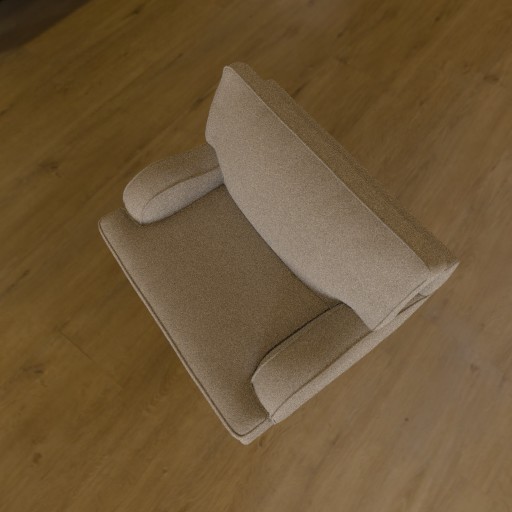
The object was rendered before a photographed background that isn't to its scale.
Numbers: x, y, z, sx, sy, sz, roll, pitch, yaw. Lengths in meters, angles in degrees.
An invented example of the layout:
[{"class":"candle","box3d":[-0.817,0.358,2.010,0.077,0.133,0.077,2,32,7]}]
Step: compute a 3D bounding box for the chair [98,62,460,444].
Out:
[{"class":"chair","box3d":[0.000,0.000,1.993,1.040,1.016,1.220,-33,68,-15]}]
